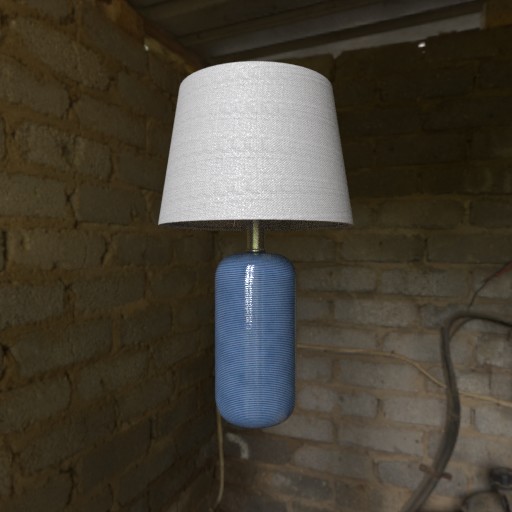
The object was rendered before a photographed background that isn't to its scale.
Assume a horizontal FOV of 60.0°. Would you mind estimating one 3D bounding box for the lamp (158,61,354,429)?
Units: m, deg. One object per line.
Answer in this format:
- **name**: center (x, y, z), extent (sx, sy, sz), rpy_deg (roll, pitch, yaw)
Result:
- **lamp**: center (0.000, 0.000, 0.587), extent (0.253, 0.428, 0.253), rpy_deg (0, 1, 0)
